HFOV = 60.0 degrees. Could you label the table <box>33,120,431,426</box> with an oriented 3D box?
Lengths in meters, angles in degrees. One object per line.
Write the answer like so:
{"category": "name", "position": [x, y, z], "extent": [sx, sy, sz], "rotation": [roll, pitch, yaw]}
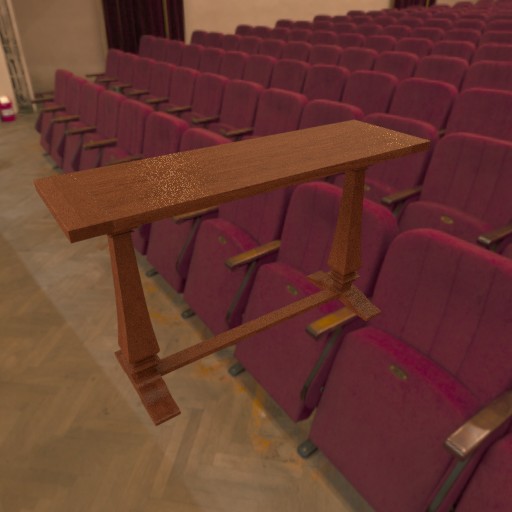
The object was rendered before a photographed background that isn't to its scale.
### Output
{"category": "table", "position": [0.000, 0.000, 1.881], "extent": [1.478, 0.852, 0.461], "rotation": [-19, 35, -29]}
